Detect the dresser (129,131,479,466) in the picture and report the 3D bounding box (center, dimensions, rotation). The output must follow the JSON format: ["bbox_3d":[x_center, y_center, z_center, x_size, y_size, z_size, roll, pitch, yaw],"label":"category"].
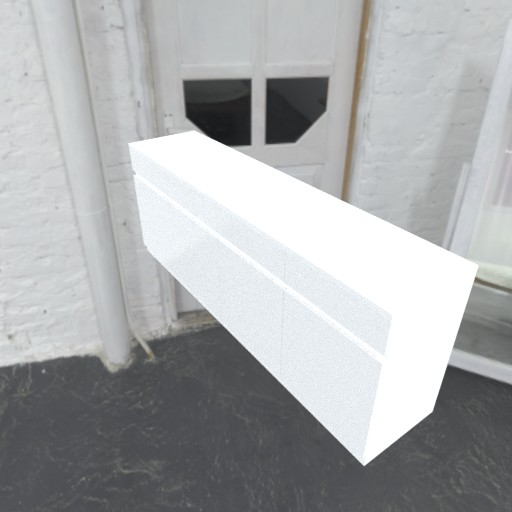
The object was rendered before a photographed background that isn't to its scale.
[{"bbox_3d":[0.000,0.000,2.541,0.500,0.840,2.200,-21,38,-30],"label":"dresser"}]
